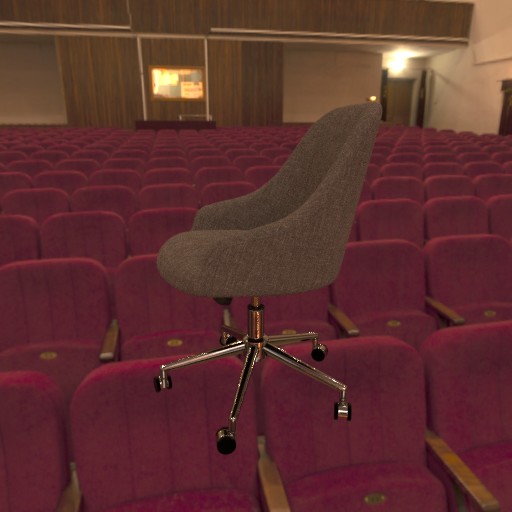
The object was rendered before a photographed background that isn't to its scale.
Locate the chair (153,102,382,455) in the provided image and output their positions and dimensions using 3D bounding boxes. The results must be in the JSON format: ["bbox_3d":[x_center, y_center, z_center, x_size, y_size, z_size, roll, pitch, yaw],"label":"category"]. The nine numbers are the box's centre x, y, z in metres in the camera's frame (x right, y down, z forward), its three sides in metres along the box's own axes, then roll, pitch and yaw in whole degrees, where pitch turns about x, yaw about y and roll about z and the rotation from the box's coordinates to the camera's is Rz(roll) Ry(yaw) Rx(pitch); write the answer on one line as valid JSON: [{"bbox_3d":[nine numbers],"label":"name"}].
[{"bbox_3d":[0.000,0.000,1.448,0.712,0.950,0.671,-3,16,-10],"label":"chair"}]
